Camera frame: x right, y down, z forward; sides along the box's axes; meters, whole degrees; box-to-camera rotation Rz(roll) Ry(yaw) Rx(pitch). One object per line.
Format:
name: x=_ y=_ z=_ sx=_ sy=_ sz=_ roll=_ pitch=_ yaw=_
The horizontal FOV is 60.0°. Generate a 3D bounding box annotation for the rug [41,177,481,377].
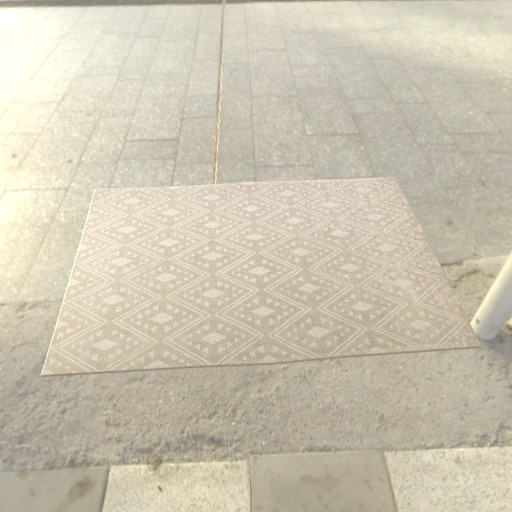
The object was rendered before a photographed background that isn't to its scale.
rug: x=0.000 y=0.000 z=2.262 sx=1.829 sy=0.034 sz=1.252 roll=-3 pitch=45 yaw=-3
